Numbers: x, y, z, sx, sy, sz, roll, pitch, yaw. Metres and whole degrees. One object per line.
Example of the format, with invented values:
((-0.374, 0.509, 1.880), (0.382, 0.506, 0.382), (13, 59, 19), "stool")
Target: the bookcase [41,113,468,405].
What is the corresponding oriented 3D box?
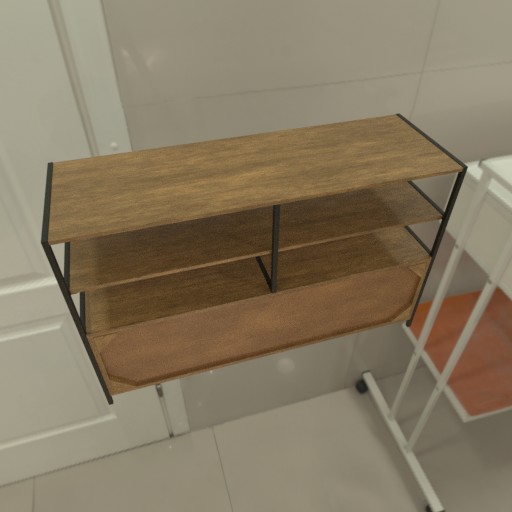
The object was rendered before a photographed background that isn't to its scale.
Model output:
((0.000, 0.000, 1.513), (1.149, 0.712, 0.391), (-12, 43, -13), "bookcase")
